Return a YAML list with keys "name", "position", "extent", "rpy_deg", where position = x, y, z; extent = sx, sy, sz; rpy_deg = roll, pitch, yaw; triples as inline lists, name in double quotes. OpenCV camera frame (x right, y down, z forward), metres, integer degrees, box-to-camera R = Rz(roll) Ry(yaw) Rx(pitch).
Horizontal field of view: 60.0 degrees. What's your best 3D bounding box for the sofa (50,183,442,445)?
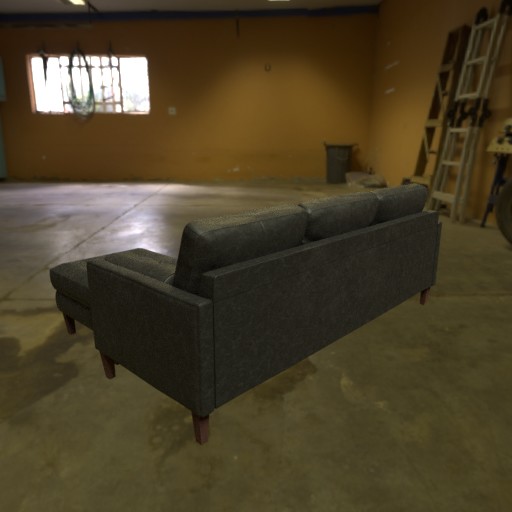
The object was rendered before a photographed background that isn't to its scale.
- name: "sofa"
  position: [0.000, 0.000, 2.823]
  extent: [1.497, 0.876, 2.178]
  rpy_deg: [14, 20, 42]
